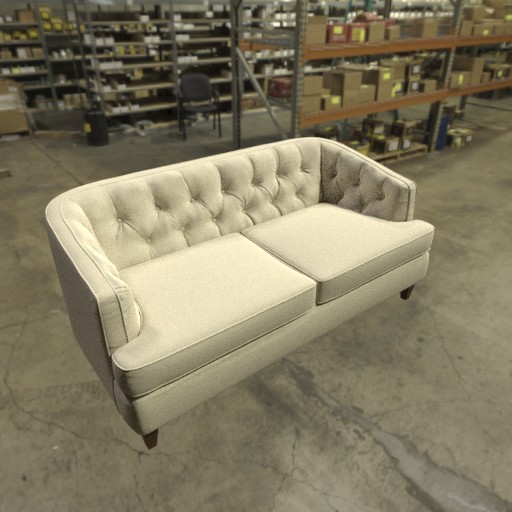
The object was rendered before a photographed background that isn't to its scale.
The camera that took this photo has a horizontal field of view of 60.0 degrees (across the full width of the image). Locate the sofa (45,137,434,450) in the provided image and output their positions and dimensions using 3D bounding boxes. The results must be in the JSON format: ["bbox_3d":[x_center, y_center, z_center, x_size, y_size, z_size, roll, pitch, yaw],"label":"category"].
[{"bbox_3d":[0.000,0.000,2.197,1.733,0.855,0.941,-21,36,-32],"label":"sofa"}]
